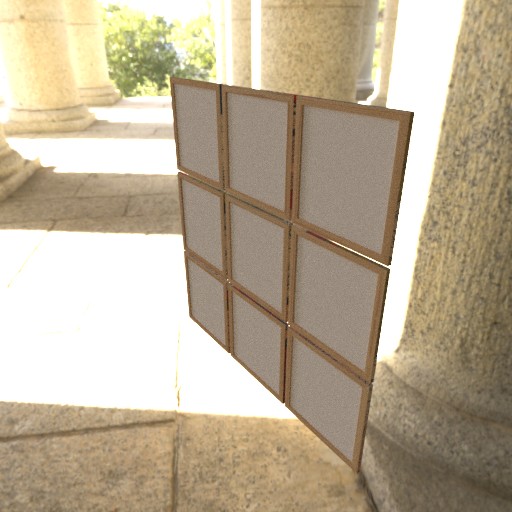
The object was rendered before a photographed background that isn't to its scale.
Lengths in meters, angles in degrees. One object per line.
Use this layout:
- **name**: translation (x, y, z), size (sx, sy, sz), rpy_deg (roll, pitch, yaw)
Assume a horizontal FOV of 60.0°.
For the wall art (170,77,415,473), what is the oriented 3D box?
- **wall art**: translation (0.000, 0.000, 1.290), size (0.013, 0.913, 0.904), rpy_deg (-18, 32, -32)
